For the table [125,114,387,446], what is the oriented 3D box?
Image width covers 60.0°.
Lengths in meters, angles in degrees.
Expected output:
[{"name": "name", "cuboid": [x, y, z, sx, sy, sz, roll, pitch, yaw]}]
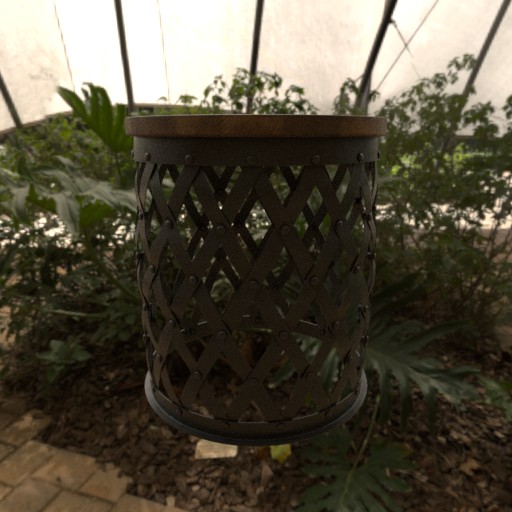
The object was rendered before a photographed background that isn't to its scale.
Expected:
[{"name": "table", "cuboid": [0.000, 0.000, 0.769, 0.405, 0.454, 0.405, 0, 16, 0]}]
